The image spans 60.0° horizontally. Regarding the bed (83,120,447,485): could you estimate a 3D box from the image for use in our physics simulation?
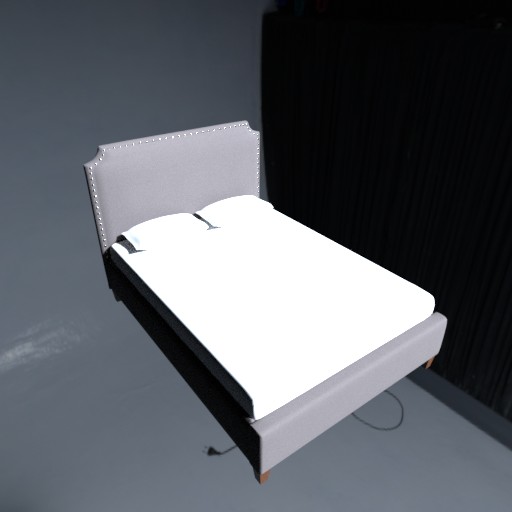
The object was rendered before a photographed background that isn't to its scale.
[{"bbox_3d":[0.000,0.000,3.431,1.713,1.443,2.372,-20,36,-31],"label":"bed"}]
